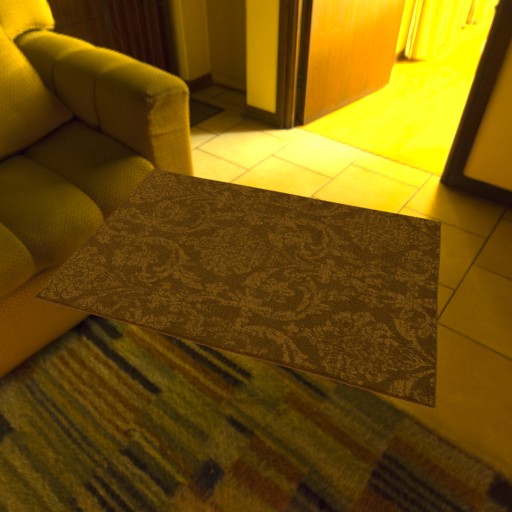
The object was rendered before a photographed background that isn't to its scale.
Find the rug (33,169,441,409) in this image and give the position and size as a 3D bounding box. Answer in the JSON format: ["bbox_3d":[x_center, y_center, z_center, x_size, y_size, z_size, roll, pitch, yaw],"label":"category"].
[{"bbox_3d":[0.000,0.000,2.307,1.824,0.012,1.206,12,44,13],"label":"rug"}]
